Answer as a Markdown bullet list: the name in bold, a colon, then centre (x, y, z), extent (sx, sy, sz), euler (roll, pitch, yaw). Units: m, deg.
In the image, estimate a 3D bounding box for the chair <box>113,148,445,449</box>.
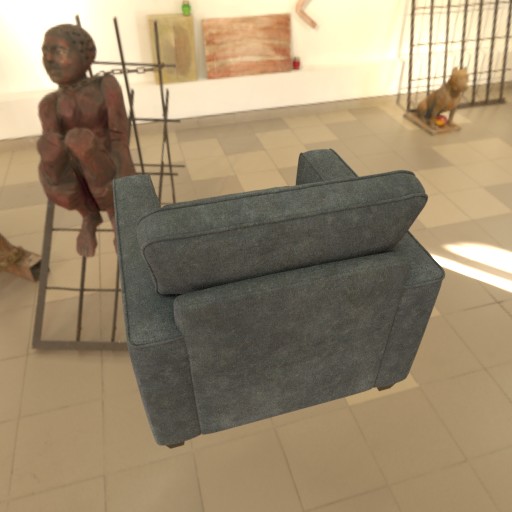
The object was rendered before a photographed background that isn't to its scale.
- **chair**: centre (0.000, 0.000, 1.733), extent (1.015, 0.965, 0.939), euler (-11, 41, -12)
